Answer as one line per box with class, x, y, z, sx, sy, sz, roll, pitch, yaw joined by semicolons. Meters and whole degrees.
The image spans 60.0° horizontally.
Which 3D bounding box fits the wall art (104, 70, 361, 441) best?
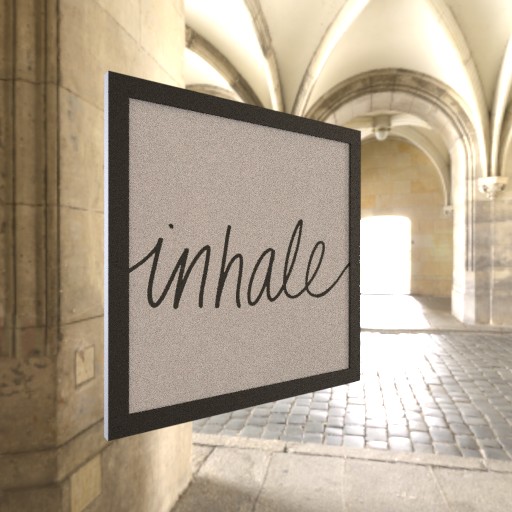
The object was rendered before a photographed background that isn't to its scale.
wall art;0.000;0.000;0.532;0.356;0.356;0.013;0;0;-35
